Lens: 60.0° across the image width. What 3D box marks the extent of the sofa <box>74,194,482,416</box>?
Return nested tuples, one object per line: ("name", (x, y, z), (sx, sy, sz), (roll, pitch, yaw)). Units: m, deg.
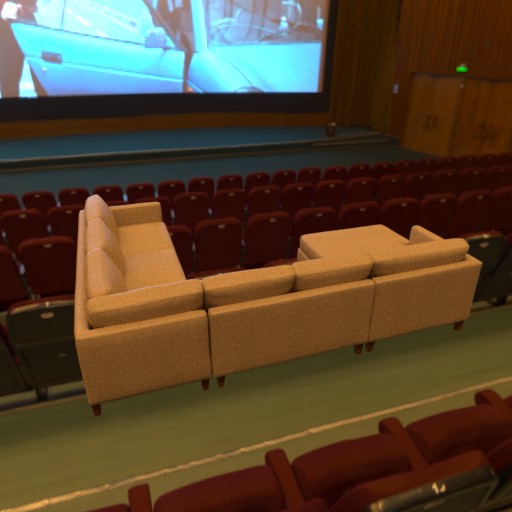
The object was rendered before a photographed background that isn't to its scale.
("sofa", (0.000, 0.000, 4.640), (3.460, 0.961, 2.594), (-9, 28, -17))
